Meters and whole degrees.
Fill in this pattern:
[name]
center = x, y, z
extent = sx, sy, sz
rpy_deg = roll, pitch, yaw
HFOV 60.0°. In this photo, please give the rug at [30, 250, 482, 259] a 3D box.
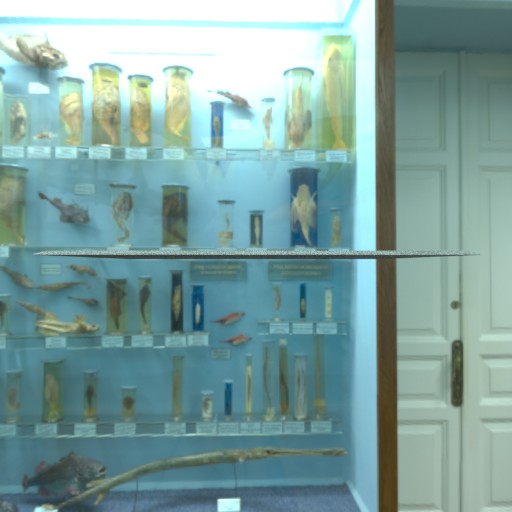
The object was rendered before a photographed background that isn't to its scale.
[rug]
center = 0.000, 0.000, 3.976
extent = 2.933, 0.027, 2.332
rpy_deg = 0, -1, -1
